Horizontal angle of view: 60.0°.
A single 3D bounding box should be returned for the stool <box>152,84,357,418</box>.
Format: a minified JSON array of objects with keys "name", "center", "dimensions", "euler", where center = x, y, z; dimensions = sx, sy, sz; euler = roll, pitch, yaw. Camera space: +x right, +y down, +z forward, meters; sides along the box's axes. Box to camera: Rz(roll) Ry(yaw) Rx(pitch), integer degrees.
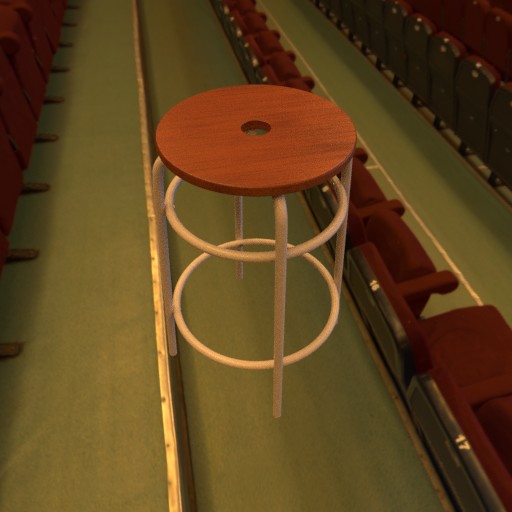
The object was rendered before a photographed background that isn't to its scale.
[{"name":"stool","center":[0.000,0.000,0.958],"dimensions":[0.455,0.610,0.455],"euler":[-9,46,-9]}]
